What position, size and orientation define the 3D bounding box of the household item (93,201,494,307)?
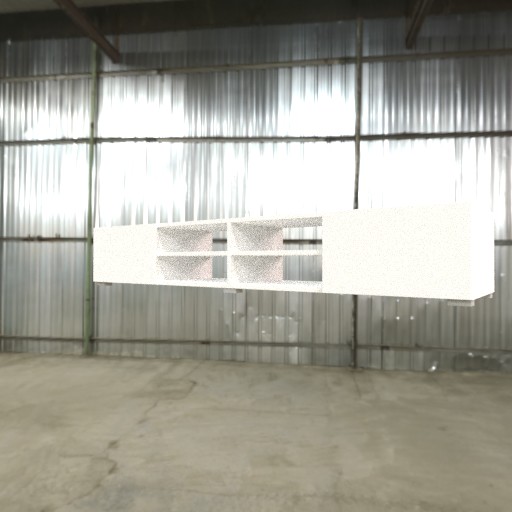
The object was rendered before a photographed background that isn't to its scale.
[{"bbox_3d":[0.000,0.000,1.996,1.850,0.310,0.420,0,-1,36],"label":"household item"}]
